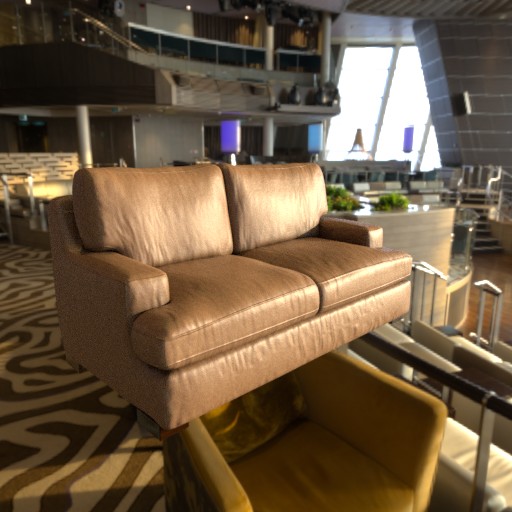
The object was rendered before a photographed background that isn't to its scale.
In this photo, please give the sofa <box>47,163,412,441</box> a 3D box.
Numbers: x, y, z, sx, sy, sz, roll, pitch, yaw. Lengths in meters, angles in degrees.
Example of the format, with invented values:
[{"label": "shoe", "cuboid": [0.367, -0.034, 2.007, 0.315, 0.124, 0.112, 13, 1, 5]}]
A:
[{"label": "sofa", "cuboid": [0.000, 0.000, 2.418, 1.855, 0.980, 0.962, -12, 18, -43]}]
